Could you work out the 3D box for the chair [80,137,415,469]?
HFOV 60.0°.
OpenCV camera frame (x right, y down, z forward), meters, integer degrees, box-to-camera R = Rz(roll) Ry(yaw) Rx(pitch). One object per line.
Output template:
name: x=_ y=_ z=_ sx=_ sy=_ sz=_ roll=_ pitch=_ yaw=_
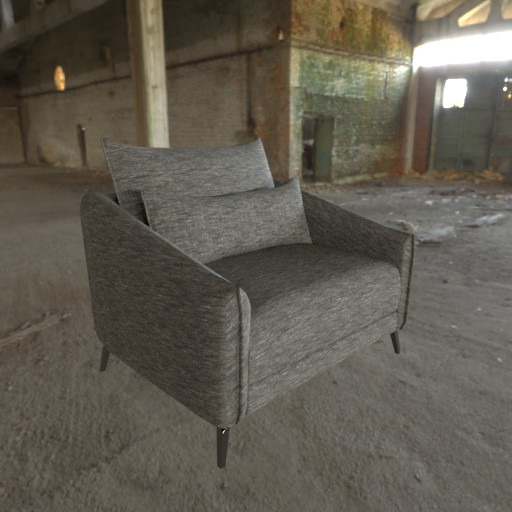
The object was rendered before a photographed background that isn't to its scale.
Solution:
chair: x=0.000 y=0.000 z=1.621 sx=1.004 sy=0.842 sz=0.805 roll=-14 pitch=20 yaw=-42
